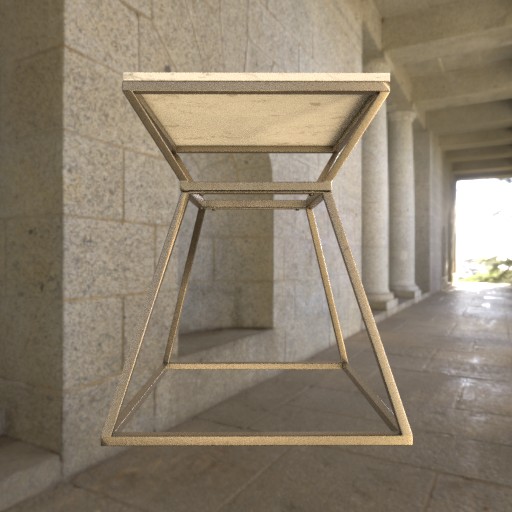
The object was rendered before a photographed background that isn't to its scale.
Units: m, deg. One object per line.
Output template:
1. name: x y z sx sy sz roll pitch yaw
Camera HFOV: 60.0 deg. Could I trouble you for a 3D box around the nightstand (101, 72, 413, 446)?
1. nightstand: 0.000 0.000 0.872 0.455 0.554 0.455 0 0 0
